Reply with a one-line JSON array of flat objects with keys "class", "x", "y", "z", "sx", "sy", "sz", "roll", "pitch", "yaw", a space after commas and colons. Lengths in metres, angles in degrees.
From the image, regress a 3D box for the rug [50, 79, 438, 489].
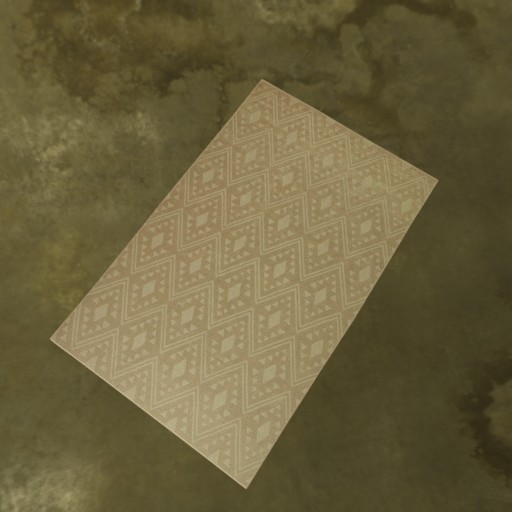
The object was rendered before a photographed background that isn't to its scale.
[{"class": "rug", "x": 0.000, "y": 0.000, "z": 3.027, "sx": 1.553, "sy": 0.053, "sz": 2.430, "roll": 33, "pitch": 76, "yaw": 9}]
